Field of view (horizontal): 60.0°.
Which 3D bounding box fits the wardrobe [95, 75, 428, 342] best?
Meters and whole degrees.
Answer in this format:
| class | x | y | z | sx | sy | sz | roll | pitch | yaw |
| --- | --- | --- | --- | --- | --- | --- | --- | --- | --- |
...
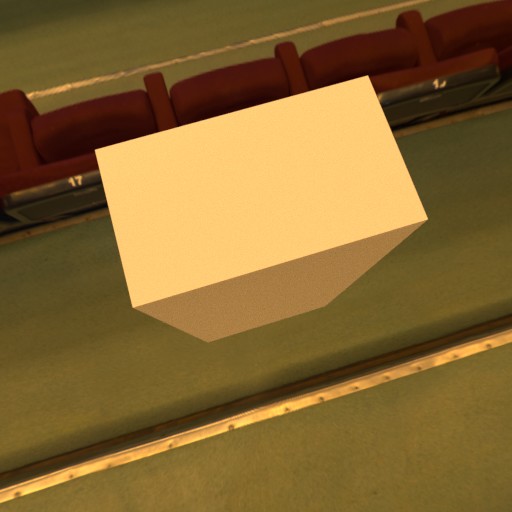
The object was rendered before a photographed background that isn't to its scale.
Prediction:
| class | x | y | z | sx | sy | sz | roll | pitch | yaw |
| --- | --- | --- | --- | --- | --- | --- | --- | --- | --- |
| wardrobe | 0.000 | 0.000 | 1.964 | 0.760 | 1.700 | 0.470 | -17 | 77 | -4 |
